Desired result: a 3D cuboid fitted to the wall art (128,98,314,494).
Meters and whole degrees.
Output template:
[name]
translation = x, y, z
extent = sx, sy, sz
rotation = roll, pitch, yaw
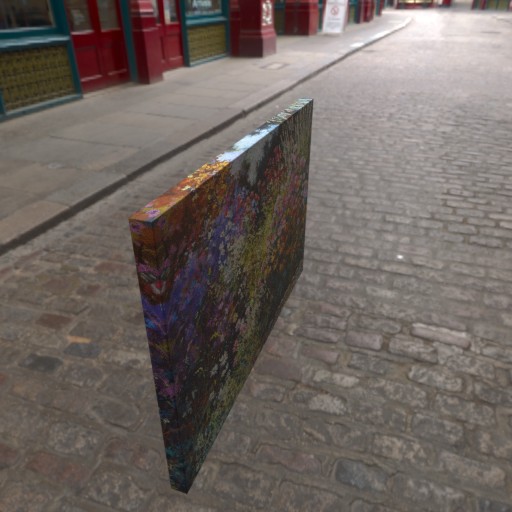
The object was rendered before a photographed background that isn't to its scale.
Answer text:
[wall art]
translation = 0.000, 0.000, 1.113
extent = 0.037, 0.604, 0.908
rotation = 10, 32, 17
